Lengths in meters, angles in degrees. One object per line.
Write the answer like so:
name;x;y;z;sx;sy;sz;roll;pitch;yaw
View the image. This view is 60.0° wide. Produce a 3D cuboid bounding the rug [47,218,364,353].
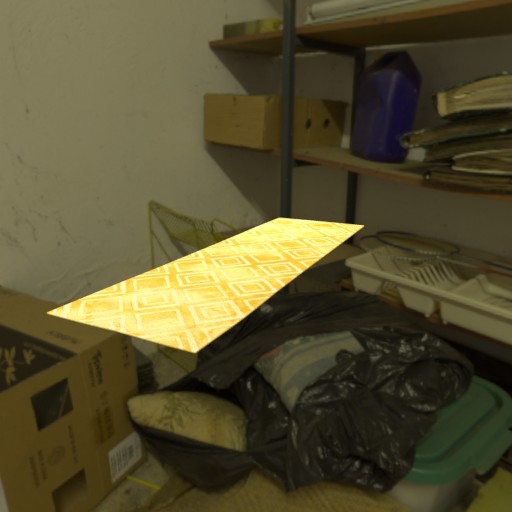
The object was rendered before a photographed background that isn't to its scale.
rug;0.000;0.000;2.758;0.775;0.010;2.438;8;17;26
